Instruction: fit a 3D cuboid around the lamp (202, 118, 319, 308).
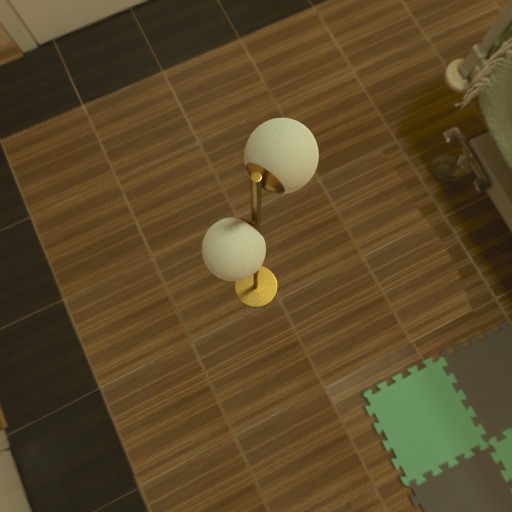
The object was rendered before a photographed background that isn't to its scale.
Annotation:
[{"bbox_3d":[0.000,0.000,1.821,0.249,1.641,0.419,34,79,7],"label":"lamp"}]
